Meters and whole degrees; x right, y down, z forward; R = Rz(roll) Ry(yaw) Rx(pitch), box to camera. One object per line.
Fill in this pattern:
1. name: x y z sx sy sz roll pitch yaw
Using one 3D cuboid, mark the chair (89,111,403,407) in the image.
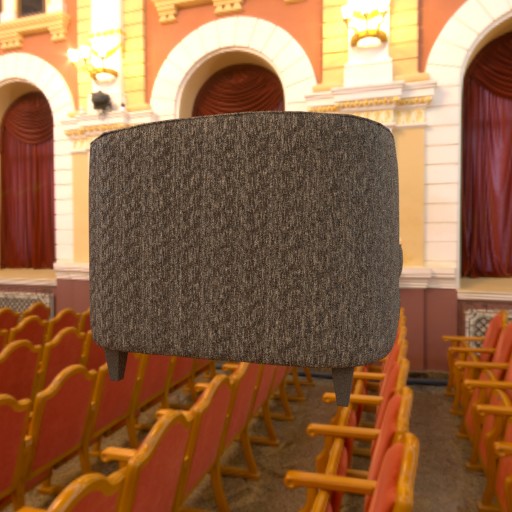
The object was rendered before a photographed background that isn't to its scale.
1. chair: 0.000 0.000 1.748 1.104 0.852 0.941 0 1 18
